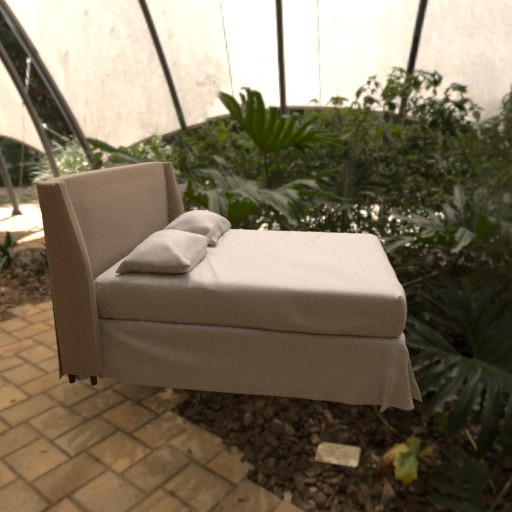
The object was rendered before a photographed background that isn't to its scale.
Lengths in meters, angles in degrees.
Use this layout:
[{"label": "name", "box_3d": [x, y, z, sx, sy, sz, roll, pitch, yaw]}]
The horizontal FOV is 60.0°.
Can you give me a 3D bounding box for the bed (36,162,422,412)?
[{"label": "bed", "box_3d": [0.000, 0.000, 3.426, 2.276, 1.332, 1.925, 2, 16, 9]}]
